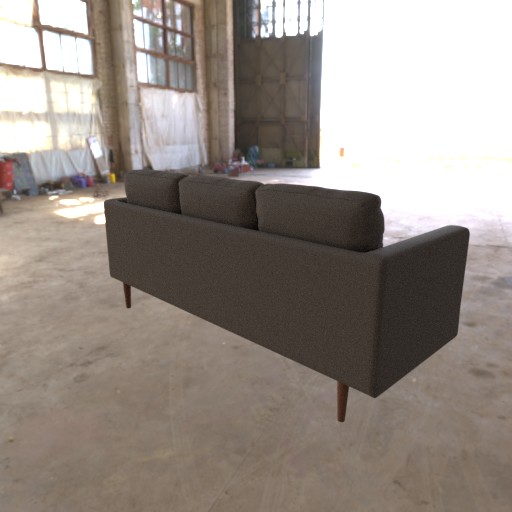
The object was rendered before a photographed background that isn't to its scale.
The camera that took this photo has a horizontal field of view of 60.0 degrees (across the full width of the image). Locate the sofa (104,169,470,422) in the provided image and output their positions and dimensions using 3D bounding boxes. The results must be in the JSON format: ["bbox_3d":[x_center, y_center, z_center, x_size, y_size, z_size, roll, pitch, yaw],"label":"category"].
[{"bbox_3d":[0.000,0.000,2.505,0.802,0.912,2.029,-15,21,-43],"label":"sofa"}]
